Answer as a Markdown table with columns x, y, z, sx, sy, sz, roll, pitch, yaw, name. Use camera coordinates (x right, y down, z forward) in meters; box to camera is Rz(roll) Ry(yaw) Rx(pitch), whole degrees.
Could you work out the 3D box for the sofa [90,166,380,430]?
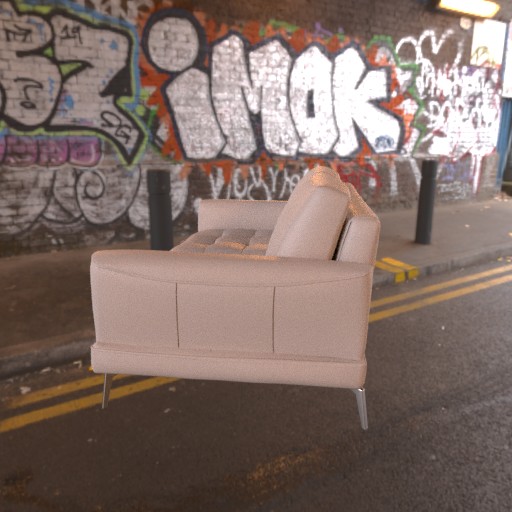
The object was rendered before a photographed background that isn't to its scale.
| x | y | z | sx | sy | sz | roll | pitch | yaw | name |
| --- | --- | --- | --- | --- | --- | --- | --- | --- | --- |
| 0.000 | 0.000 | 2.463 | 1.121 | 0.930 | 1.819 | 2 | 14 | 8 | sofa |
